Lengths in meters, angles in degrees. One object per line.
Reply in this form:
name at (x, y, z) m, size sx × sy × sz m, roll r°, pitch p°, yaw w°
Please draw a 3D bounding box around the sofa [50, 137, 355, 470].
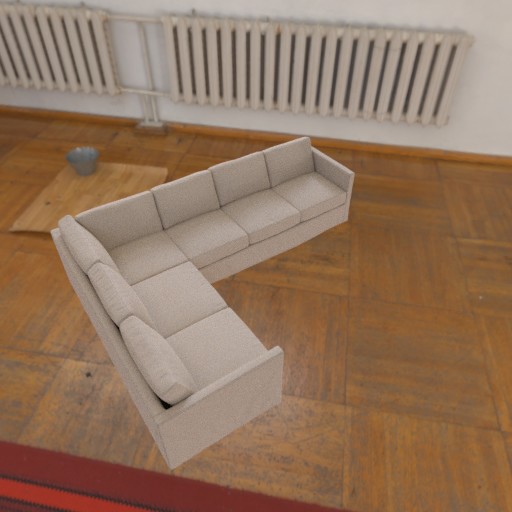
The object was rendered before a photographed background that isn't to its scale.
sofa at (0.000, 0.000, 4.362) m, size 3.182 × 0.871 × 2.432 m, roll -25°, pitch 47°, yaw -25°
